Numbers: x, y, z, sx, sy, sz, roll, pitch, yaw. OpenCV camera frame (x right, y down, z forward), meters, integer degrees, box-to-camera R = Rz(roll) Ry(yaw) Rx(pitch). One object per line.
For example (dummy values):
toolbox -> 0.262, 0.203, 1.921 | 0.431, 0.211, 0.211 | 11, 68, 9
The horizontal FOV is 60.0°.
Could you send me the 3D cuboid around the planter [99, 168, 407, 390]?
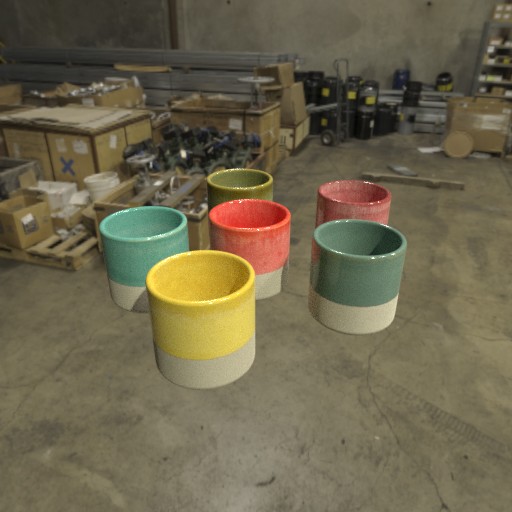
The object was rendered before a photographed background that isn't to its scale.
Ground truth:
planter -> 0.000, 0.000, 0.410 | 0.257, 0.075, 0.286 | 9, 29, 16
